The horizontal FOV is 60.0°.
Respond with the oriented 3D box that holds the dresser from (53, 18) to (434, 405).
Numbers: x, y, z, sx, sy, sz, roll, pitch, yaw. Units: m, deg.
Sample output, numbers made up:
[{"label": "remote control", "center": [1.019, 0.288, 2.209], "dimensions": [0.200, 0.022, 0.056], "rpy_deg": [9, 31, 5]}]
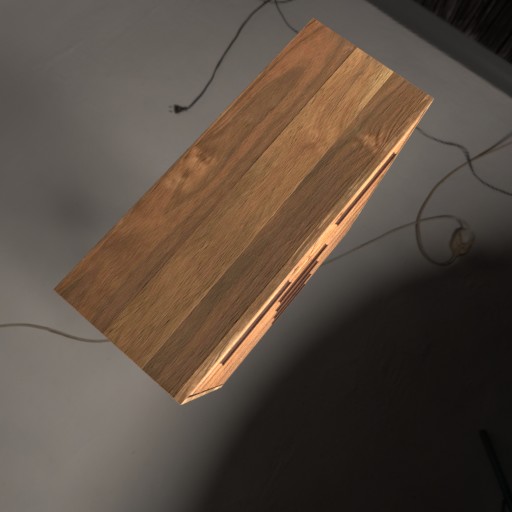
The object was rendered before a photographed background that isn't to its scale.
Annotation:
[{"label": "dresser", "center": [0.000, 0.000, 1.849], "dimensions": [0.442, 1.393, 1.062], "rpy_deg": [39, 79, 9]}]
